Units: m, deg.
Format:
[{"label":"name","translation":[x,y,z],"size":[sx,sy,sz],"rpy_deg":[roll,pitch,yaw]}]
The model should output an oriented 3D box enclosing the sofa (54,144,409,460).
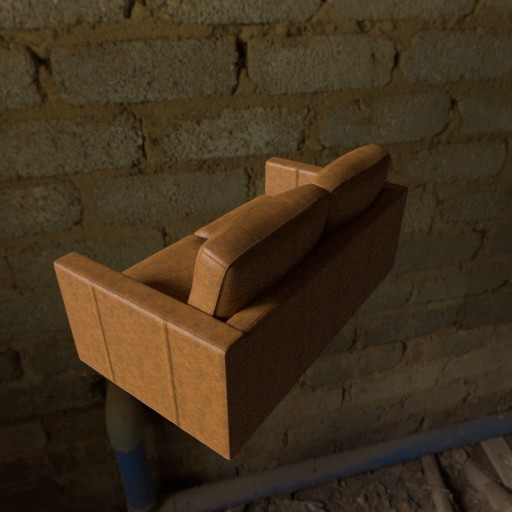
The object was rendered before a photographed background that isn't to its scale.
[{"label":"sofa","translation":[0.000,0.000,2.177],"size":[0.909,0.951,1.578],"rpy_deg":[20,36,30]}]
